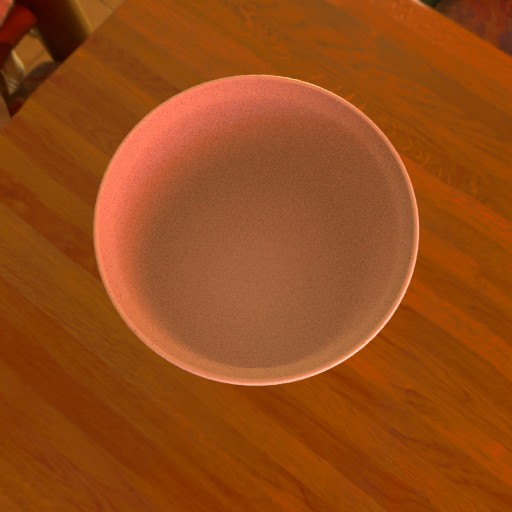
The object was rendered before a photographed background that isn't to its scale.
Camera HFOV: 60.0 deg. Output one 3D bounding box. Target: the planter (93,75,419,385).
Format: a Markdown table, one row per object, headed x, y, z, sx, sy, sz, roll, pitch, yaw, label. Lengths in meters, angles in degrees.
| x | y | z | sx | sy | sz | roll | pitch | yaw | label |
| --- | --- | --- | --- | --- | --- | --- | --- | --- | --- |
| 0.000 | 0.000 | 0.492 | 0.268 | 0.270 | 0.268 | 0 | 76 | 0 | planter |
